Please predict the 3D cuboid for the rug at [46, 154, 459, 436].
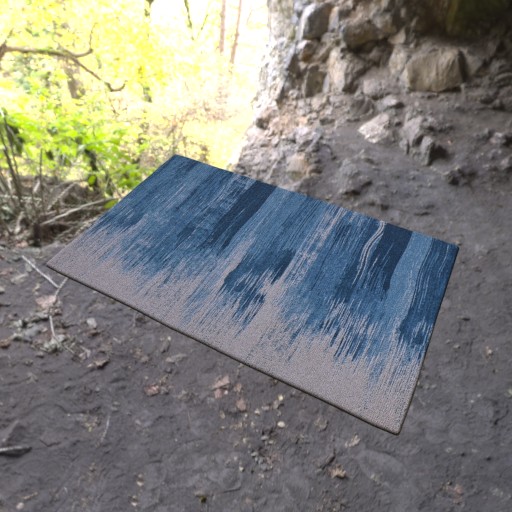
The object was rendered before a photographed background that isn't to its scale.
[{"bbox_3d":[0.000,0.000,3.062,2.450,0.027,1.540,21,50,19],"label":"rug"}]
